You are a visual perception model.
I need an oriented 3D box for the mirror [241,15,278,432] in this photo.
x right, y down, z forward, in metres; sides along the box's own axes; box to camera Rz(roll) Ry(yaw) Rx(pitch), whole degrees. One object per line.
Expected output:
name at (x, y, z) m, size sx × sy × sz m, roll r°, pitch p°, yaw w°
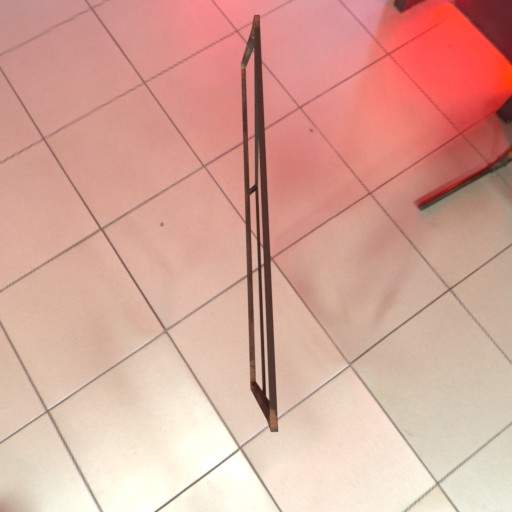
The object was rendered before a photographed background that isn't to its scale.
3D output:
mirror at (0.000, 0.000, 0.903) m, size 0.032 × 0.610 × 0.610 m, roll -2°, pitch 74°, yaw -1°
